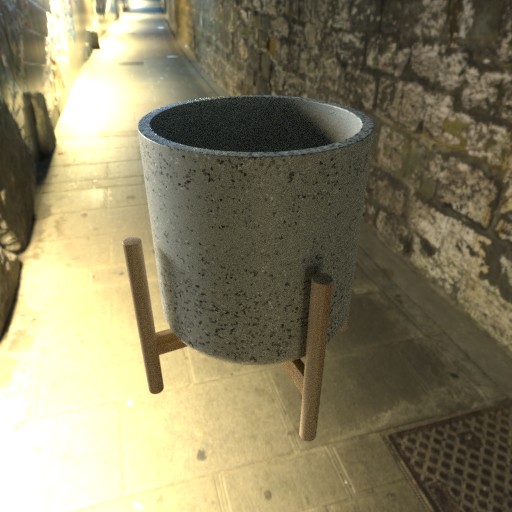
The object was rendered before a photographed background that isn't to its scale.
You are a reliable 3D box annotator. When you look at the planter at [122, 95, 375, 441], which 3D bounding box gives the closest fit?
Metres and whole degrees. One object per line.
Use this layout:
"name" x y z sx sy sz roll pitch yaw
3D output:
"planter" 0.000 0.000 0.689 0.360 0.419 0.360 -1 31 -2
